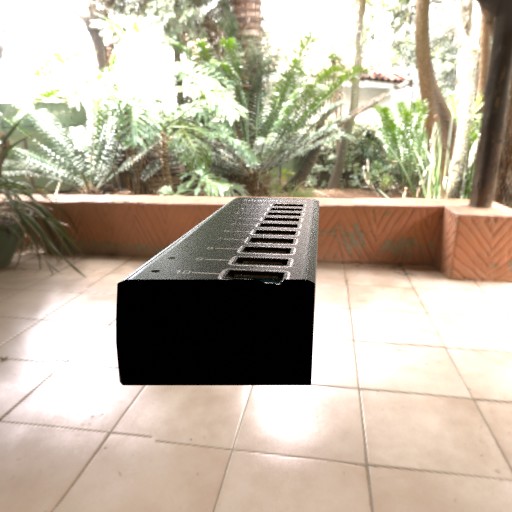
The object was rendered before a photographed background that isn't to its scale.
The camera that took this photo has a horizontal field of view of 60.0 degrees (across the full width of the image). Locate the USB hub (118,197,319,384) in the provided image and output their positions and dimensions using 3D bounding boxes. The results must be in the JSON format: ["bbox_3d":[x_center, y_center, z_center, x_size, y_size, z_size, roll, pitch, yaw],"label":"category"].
[{"bbox_3d":[0.000,0.000,0.162,0.044,0.023,0.145,2,16,8],"label":"USB hub"}]
